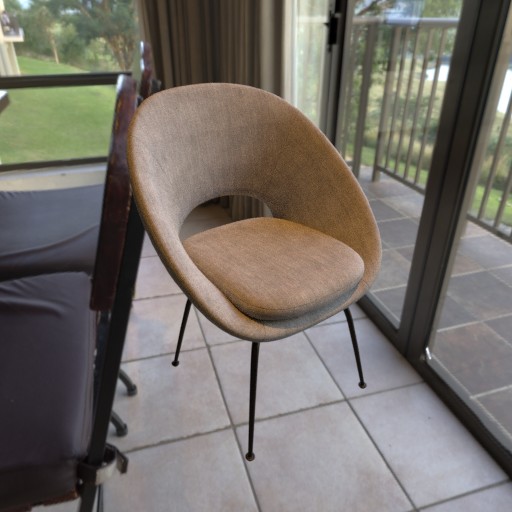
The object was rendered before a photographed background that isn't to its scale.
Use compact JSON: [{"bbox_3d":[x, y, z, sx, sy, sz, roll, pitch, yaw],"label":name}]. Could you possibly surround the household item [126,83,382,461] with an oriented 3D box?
[{"bbox_3d":[0.000,0.000,1.275,0.643,0.869,0.587,-20,35,-31],"label":"household item"}]
